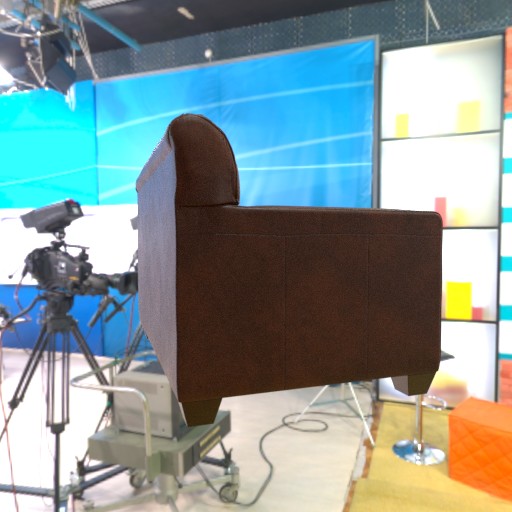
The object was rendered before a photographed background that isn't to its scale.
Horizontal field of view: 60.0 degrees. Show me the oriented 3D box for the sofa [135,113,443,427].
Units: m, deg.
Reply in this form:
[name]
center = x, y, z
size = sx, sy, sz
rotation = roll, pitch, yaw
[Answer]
[sofa]
center = 0.000, 0.000, 2.058
size = 1.000, 0.956, 1.413
rotation = -1, 2, -19
